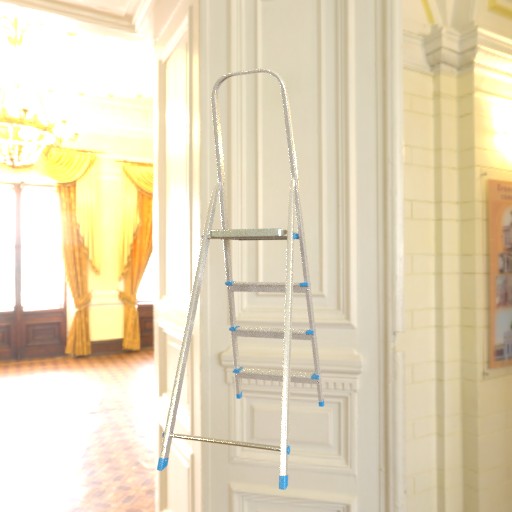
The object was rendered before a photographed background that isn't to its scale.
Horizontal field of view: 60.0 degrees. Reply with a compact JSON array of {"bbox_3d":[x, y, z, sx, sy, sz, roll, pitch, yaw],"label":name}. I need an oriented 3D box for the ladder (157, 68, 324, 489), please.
[{"bbox_3d":[0.000,0.000,1.823,0.445,1.434,0.842,0,-1,17],"label":"ladder"}]
